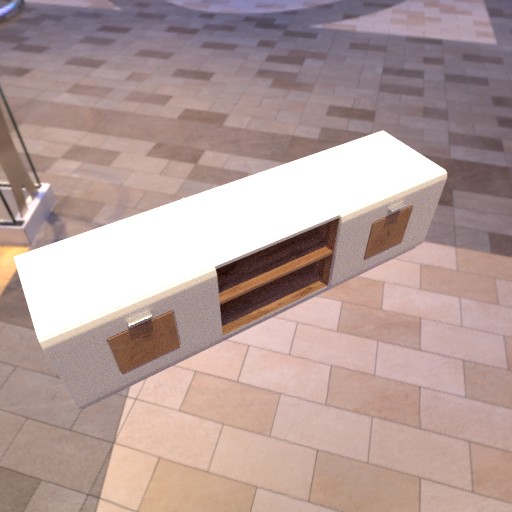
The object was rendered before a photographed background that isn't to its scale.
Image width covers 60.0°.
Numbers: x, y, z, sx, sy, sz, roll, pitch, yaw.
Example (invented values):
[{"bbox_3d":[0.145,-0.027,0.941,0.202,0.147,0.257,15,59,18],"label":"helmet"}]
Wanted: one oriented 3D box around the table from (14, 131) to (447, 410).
[{"bbox_3d":[0.000,0.000,1.720,1.550,0.440,0.400,-23,49,-21],"label":"table"}]
